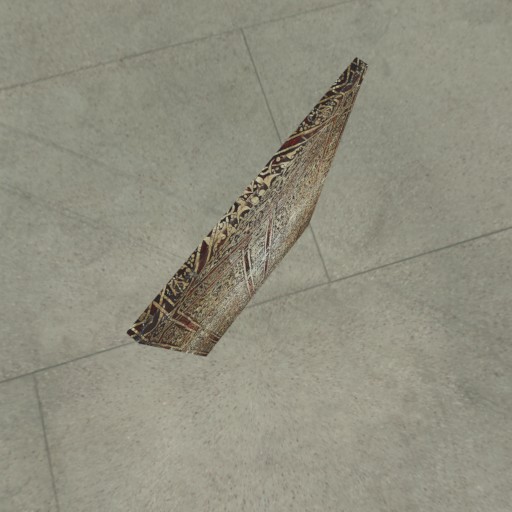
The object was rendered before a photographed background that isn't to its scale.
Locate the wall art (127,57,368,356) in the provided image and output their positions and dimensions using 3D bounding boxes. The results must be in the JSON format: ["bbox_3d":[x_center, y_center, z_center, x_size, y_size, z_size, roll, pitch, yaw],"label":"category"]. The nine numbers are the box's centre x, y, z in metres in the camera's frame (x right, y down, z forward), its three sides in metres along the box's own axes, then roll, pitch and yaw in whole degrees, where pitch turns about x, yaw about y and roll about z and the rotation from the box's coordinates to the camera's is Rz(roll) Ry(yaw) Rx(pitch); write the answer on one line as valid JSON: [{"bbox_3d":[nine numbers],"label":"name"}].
[{"bbox_3d":[0.000,0.000,1.150,0.030,0.904,0.599,37,79,9],"label":"wall art"}]
